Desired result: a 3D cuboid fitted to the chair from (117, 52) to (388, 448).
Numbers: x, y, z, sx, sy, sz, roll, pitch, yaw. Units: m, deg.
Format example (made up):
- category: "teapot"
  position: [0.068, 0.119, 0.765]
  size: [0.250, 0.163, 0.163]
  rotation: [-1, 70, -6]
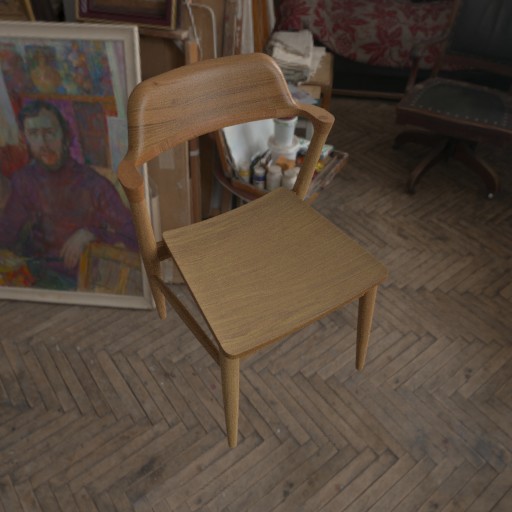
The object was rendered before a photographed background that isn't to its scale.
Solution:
- category: "chair"
  position: [0.000, 0.000, 1.107]
  size: [0.512, 0.792, 0.499]
  rotation: [-24, 51, -21]
